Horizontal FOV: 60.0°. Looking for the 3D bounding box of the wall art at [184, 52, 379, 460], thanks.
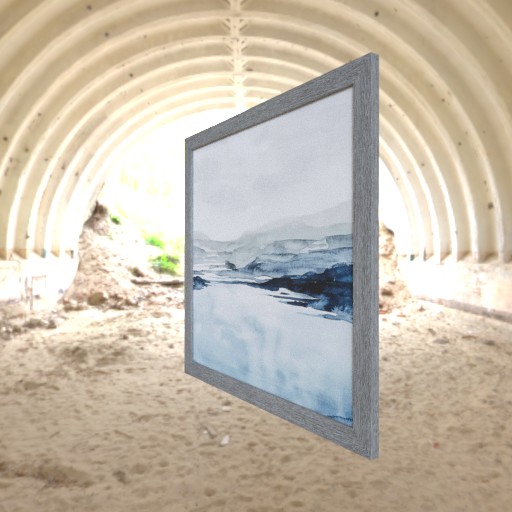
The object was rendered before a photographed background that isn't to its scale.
[{"bbox_3d":[0.000,0.000,1.025,0.020,0.685,0.685,0,0,-36],"label":"wall art"}]
